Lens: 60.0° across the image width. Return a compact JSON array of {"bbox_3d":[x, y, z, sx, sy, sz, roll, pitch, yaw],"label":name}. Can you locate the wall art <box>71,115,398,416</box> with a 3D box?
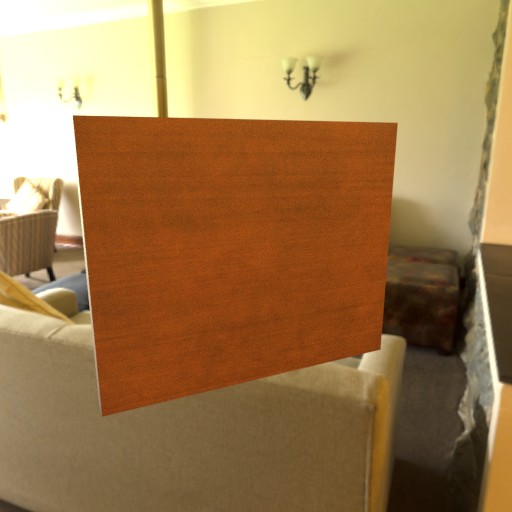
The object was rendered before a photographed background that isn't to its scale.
[{"bbox_3d":[0.000,0.000,0.560,0.401,0.328,0.030,-7,16,-24],"label":"wall art"}]
